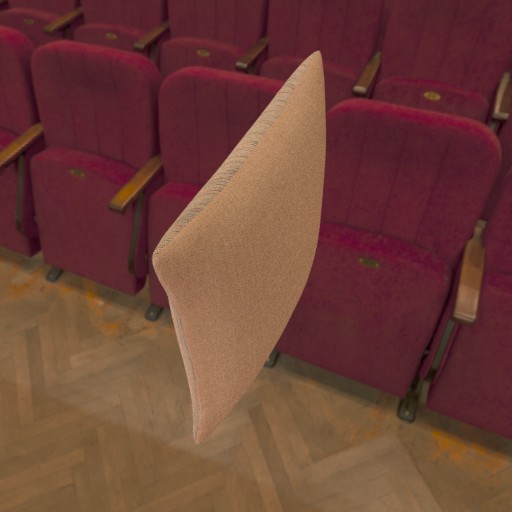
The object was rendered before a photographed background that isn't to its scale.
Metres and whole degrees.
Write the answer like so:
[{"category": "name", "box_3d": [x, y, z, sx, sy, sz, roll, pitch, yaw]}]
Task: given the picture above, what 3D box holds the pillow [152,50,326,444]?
[{"category": "pillow", "box_3d": [0.000, 0.000, 0.766, 0.178, 0.506, 0.512, 18, 51, 16]}]
